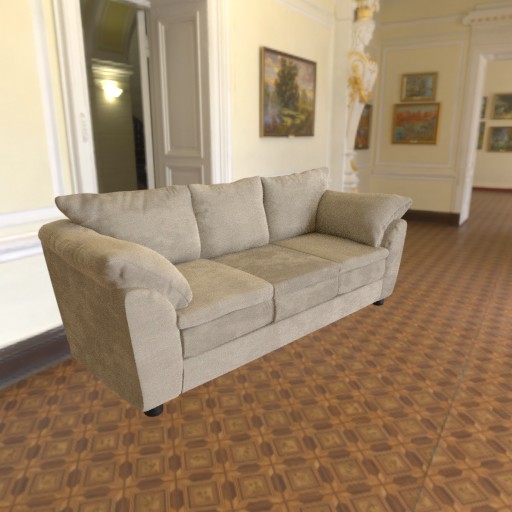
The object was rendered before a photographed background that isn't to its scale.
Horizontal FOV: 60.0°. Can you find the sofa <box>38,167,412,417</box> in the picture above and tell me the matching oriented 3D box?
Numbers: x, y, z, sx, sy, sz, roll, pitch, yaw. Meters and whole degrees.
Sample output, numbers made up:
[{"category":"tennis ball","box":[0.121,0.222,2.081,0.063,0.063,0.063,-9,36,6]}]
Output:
[{"category":"sofa","box":[0.000,0.000,2.778,2.377,0.981,0.893,-14,21,-43]}]
